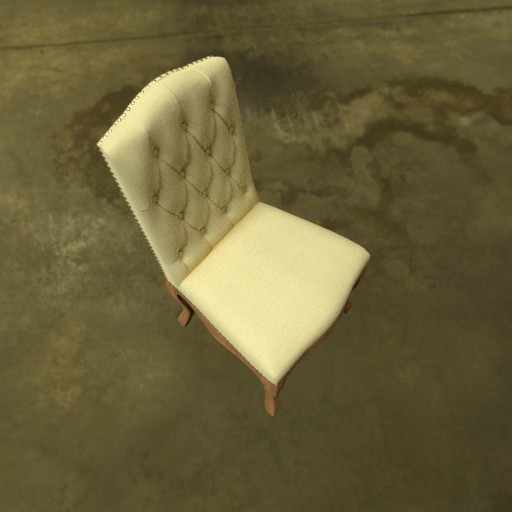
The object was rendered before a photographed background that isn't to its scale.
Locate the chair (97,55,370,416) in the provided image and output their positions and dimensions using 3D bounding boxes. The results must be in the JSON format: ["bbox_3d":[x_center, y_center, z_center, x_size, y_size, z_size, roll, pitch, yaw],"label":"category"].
[{"bbox_3d":[0.000,0.000,1.586,0.715,1.165,0.623,34,65,18],"label":"chair"}]
